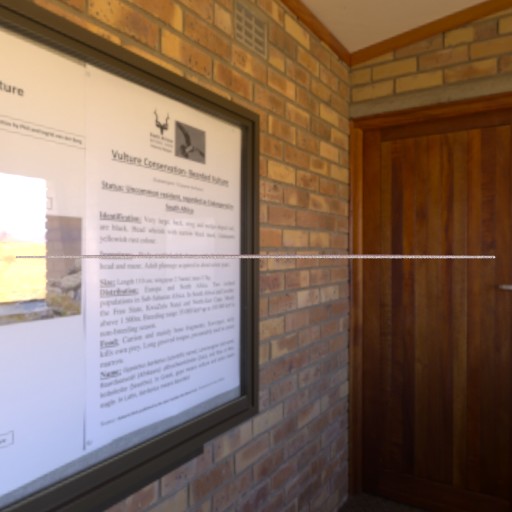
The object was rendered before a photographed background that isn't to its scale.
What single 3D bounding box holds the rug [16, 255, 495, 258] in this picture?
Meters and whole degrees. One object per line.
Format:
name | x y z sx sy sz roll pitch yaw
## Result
rug | 0.000 0.000 3.647 2.878 0.014 2.005 0 0 1
